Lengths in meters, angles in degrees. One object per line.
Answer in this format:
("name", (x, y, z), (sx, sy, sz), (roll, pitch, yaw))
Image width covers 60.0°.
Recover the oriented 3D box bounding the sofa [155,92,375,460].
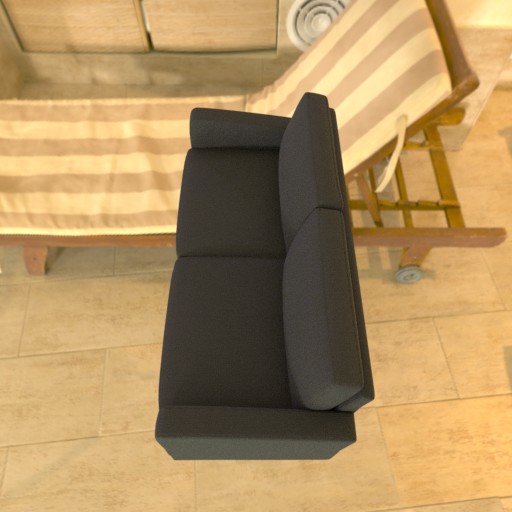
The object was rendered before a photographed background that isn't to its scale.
("sofa", (0.000, 0.000, 2.316), (0.898, 0.839, 1.852), (0, 58, 0))
